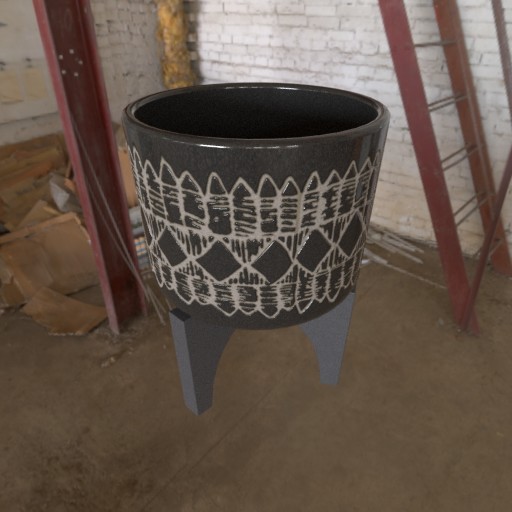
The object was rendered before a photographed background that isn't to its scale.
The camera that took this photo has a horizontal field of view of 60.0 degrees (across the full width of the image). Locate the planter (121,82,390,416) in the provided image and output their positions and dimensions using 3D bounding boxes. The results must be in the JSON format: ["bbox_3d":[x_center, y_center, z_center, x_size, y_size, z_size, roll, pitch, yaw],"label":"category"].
[{"bbox_3d":[0.000,0.000,0.399,0.196,0.264,0.196,-8,32,-13],"label":"planter"}]
